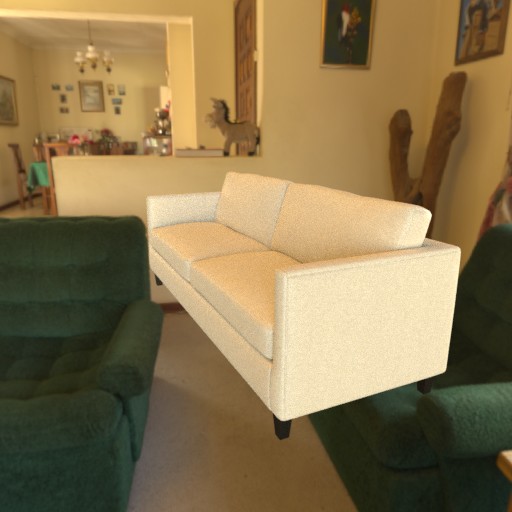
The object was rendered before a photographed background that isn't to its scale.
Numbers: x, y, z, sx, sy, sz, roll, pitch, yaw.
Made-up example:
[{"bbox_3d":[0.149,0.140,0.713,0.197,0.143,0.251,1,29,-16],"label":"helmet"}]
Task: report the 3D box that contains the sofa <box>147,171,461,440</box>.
[{"bbox_3d":[0.000,0.000,2.925,0.948,0.965,2.434,-7,17,-24],"label":"sofa"}]
